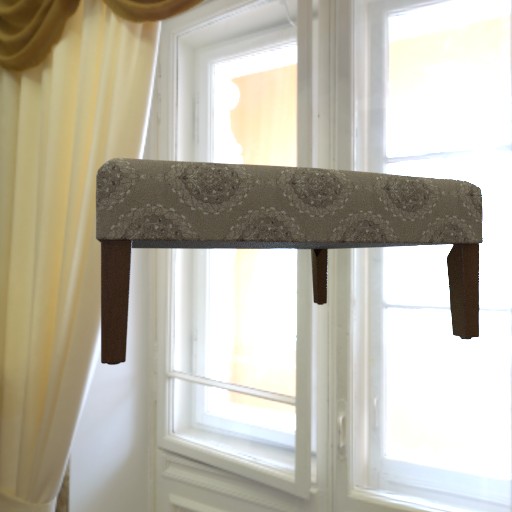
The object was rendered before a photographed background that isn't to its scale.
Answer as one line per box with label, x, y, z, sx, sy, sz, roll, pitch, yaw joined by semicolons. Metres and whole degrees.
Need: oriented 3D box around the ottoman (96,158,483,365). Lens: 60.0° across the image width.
ottoman;0.000;0.000;1.362;0.890;0.411;0.889;0;0;-17
